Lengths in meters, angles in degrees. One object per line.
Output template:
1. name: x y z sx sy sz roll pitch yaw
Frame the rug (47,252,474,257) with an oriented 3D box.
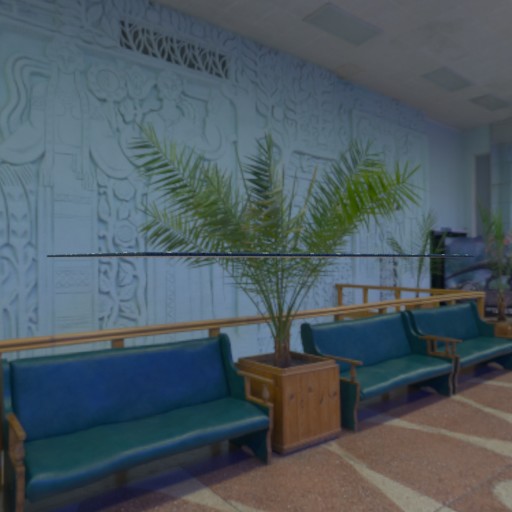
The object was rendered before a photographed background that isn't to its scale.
1. rug: 0.000 0.000 3.790 2.881 0.020 2.270 0 0 -36
